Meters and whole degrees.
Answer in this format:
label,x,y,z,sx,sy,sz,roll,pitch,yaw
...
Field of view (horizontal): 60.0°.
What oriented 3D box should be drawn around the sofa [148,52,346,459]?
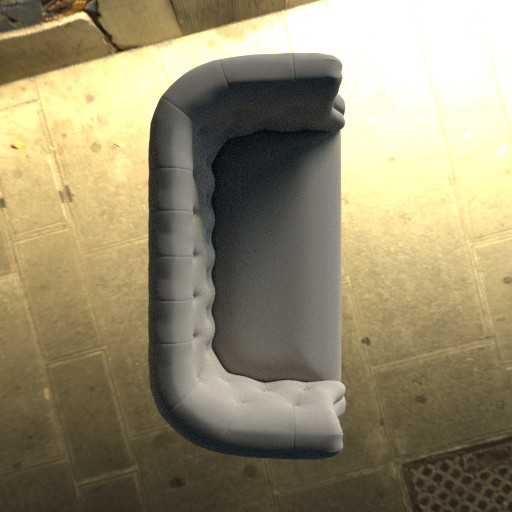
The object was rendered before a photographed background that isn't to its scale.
label,x,y,z,sx,sy,sz,roll,pitch,yaw
sofa,0.000,0.000,2.027,0.835,0.827,1.558,0,90,-1
